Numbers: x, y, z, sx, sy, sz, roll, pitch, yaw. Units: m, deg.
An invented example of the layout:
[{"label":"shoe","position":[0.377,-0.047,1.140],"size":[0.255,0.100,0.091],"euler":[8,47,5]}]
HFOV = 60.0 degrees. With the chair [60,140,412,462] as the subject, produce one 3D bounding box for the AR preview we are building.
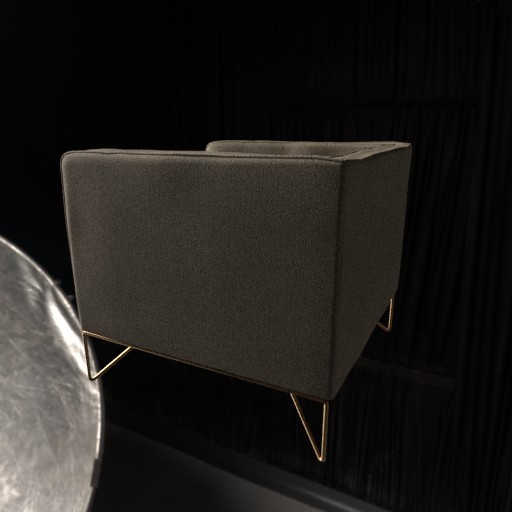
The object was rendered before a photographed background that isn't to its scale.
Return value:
[{"label":"chair","position":[0.000,0.000,1.629],"size":[0.912,0.799,0.920],"euler":[8,19,26]}]
